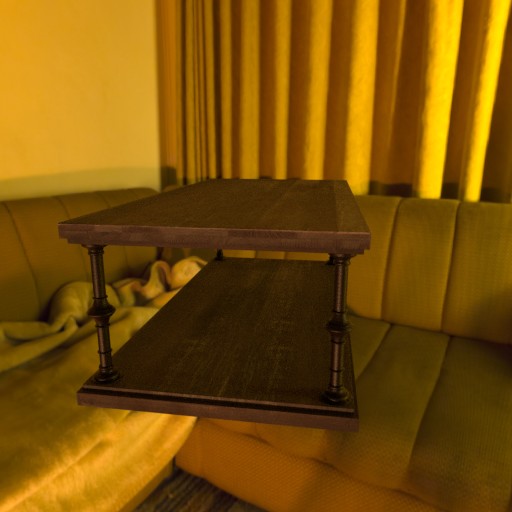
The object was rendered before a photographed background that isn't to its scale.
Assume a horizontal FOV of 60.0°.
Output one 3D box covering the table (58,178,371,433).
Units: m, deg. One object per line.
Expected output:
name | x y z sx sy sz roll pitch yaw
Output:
table | 0.000 0.000 1.327 0.554 0.373 1.088 2 14 9
